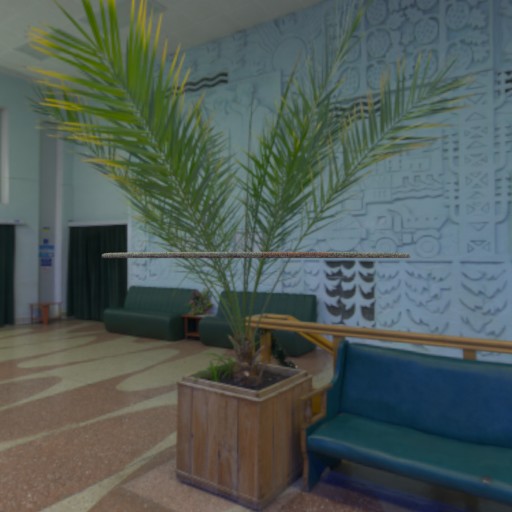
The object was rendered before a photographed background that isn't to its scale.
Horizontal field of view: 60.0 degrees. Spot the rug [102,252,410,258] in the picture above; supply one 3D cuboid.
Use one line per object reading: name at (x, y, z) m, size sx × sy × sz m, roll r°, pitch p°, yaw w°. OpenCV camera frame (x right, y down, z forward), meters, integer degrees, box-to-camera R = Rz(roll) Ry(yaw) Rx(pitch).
rug at (0.000, 0.000, 3.724) m, size 2.461 × 0.033 × 2.461 m, roll 0°, pitch 0°, yaw 0°
